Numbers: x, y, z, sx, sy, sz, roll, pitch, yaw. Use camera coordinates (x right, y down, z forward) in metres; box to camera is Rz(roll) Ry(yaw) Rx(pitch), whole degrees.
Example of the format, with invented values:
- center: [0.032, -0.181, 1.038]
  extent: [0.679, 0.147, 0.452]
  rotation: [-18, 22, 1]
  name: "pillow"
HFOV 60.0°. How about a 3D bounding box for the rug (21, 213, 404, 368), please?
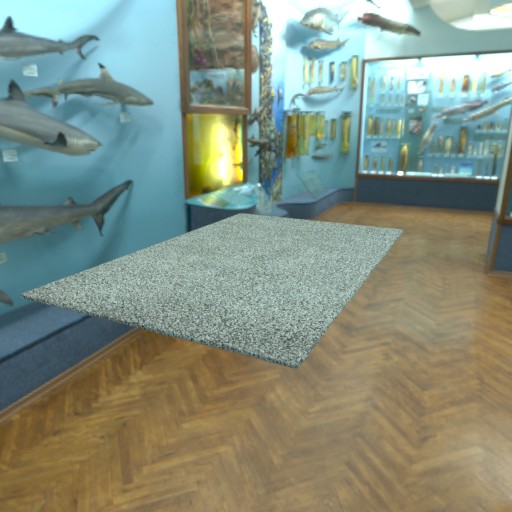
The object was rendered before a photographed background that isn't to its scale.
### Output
- center: [0.000, 0.000, 3.426]
  extent: [1.778, 0.030, 2.743]
  rotation: [8, 19, 25]
  name: "rug"
